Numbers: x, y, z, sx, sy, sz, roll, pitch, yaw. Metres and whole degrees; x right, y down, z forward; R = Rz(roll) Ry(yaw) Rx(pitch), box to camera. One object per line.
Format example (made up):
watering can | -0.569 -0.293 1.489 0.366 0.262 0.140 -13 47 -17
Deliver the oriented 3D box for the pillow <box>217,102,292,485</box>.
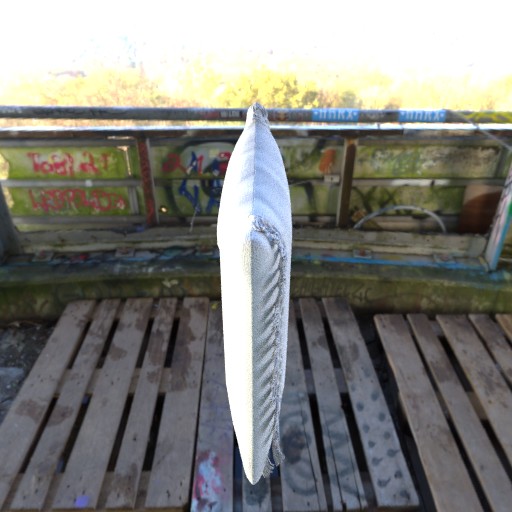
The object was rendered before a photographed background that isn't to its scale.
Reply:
pillow | 0.000 0.000 0.594 0.084 0.305 0.466 0 31 0
